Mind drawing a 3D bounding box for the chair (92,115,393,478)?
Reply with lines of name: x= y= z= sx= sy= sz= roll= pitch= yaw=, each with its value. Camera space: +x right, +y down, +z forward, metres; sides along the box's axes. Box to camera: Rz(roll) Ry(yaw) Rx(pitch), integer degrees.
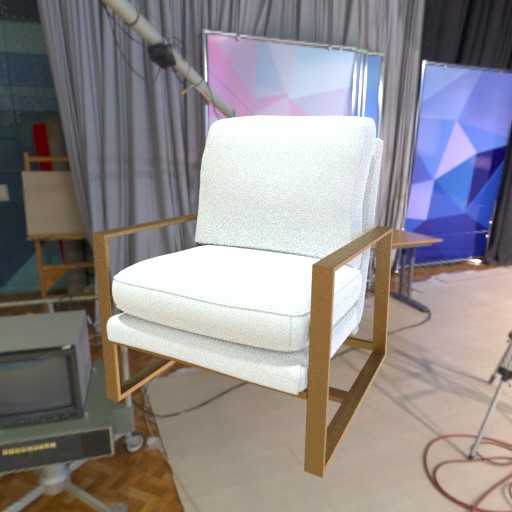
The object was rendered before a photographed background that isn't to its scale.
chair: x=0.000 y=0.000 z=1.566 sx=0.805 sy=0.966 sz=0.813 roll=8 pitch=17 yaw=27
